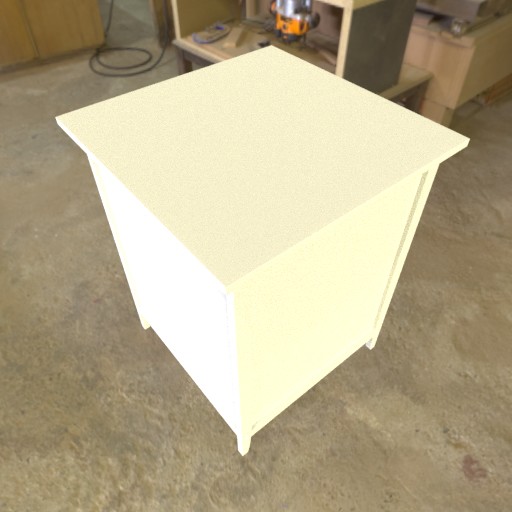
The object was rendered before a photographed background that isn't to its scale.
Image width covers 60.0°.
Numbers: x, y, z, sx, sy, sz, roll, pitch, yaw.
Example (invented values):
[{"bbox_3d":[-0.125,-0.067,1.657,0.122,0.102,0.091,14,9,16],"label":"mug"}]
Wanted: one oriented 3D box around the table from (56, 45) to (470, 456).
[{"bbox_3d":[0.000,0.000,0.747,0.381,0.483,0.381,-31,54,-26],"label":"table"}]
